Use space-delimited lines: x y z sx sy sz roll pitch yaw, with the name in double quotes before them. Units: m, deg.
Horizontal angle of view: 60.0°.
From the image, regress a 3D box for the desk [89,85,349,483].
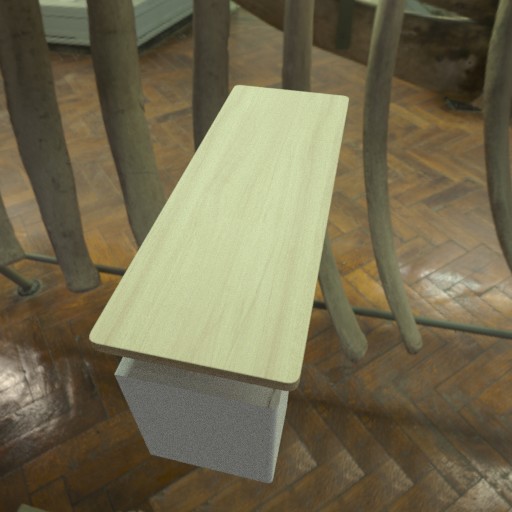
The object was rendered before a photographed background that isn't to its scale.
"desk" 0.000 0.000 1.867 0.550 0.755 1.500 9 47 9
